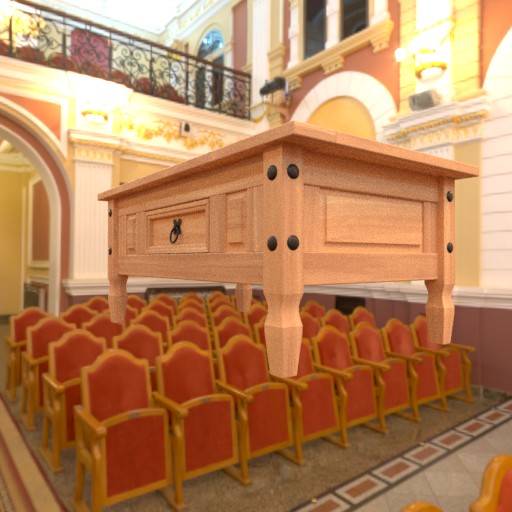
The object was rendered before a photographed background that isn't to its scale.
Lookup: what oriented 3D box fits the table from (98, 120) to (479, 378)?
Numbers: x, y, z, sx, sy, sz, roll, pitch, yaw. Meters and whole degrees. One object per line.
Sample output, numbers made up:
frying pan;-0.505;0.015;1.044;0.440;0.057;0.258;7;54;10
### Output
table;0.000;0.000;1.289;0.600;0.437;1.000;0;-1;-37
